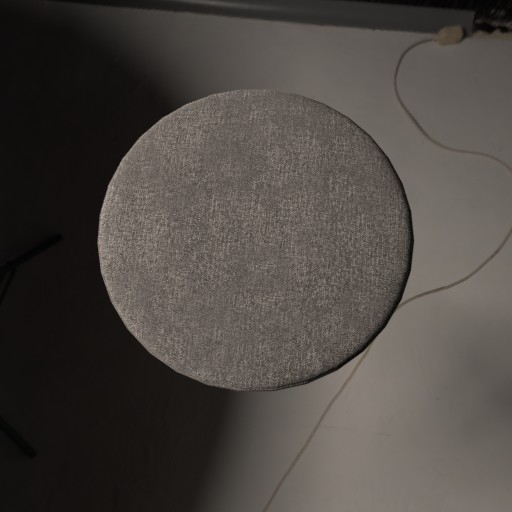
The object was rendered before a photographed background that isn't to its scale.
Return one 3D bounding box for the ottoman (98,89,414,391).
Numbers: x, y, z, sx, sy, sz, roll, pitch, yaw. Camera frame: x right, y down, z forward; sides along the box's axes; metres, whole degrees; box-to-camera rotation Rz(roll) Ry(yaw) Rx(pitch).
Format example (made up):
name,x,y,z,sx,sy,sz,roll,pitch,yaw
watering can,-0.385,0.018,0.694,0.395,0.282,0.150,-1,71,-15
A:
name,x,y,z,sx,sy,sz,roll,pitch,yaw
ottoman,0.000,0.000,0.876,0.500,0.419,0.500,0,75,0
